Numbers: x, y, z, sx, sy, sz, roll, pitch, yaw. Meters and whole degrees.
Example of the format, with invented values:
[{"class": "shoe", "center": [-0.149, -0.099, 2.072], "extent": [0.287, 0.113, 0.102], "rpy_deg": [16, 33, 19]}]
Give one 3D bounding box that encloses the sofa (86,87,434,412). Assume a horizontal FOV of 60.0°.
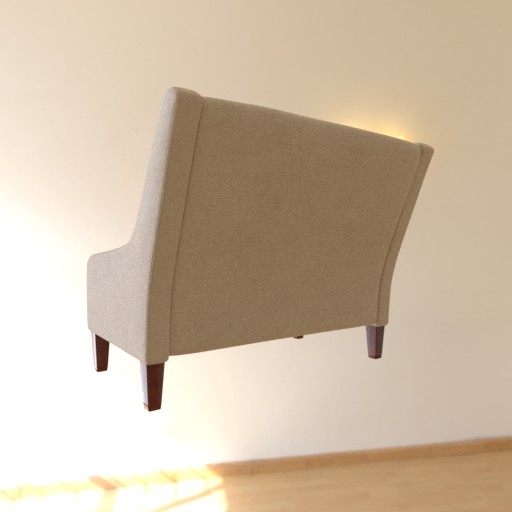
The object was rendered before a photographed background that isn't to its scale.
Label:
[{"class": "sofa", "center": [0.000, 0.000, 1.922], "extent": [1.212, 0.976, 0.946], "rpy_deg": [-1, 2, -36]}]
